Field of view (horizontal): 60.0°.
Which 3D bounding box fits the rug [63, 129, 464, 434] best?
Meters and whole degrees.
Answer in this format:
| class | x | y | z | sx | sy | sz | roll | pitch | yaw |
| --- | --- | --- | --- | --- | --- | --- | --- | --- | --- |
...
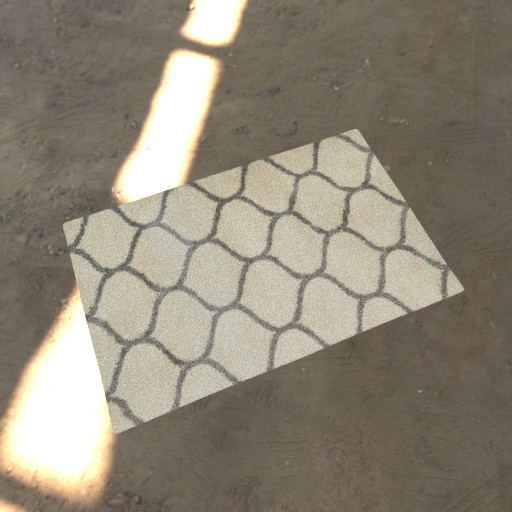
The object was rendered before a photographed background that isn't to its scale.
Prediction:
| class | x | y | z | sx | sy | sz | roll | pitch | yaw |
| --- | --- | --- | --- | --- | --- | --- | --- | --- | --- |
| rug | 0.000 | 0.000 | 3.023 | 2.348 | 0.024 | 1.501 | -20 | 65 | -10 |
